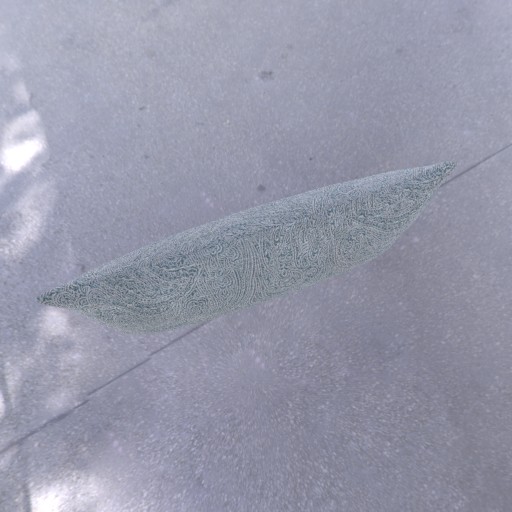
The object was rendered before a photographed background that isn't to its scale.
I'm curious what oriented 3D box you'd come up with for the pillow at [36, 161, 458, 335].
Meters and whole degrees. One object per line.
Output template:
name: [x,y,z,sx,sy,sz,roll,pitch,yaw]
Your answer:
pillow: [0.000,0.000,0.750,0.615,0.295,0.151,-18,75,-5]
